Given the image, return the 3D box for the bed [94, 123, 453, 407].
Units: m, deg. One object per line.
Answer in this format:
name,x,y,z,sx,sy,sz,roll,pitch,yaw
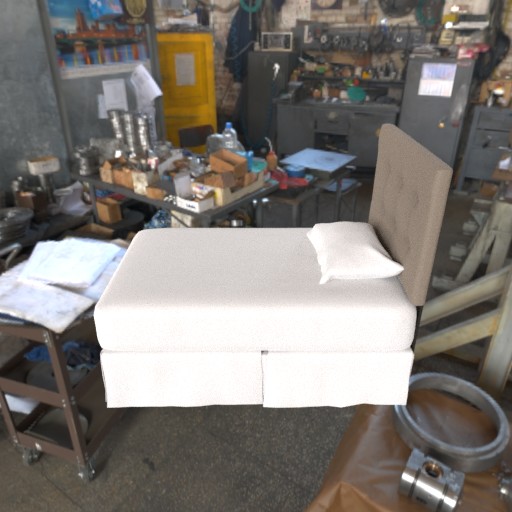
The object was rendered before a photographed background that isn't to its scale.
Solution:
bed,0.000,0.000,3.052,1.997,1.571,1.261,0,28,0
